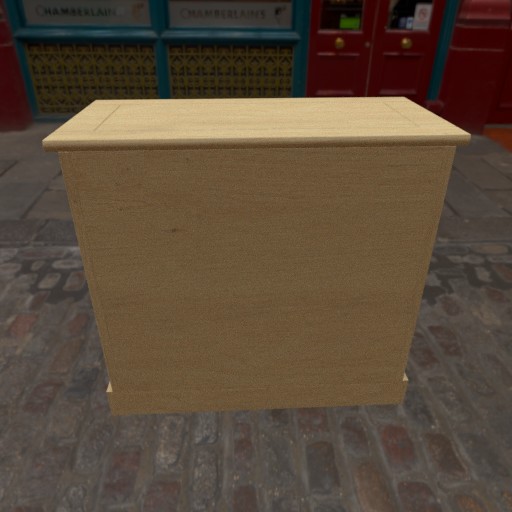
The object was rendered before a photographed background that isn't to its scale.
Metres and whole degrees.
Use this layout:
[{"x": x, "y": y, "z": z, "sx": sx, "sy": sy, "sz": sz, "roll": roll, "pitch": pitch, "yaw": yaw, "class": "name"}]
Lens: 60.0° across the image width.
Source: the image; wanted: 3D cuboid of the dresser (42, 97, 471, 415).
[{"x": 0.000, "y": 0.000, "z": 1.341, "sx": 0.915, "sy": 0.835, "sz": 0.440, "roll": -1, "pitch": 30, "yaw": -3, "class": "dresser"}]
